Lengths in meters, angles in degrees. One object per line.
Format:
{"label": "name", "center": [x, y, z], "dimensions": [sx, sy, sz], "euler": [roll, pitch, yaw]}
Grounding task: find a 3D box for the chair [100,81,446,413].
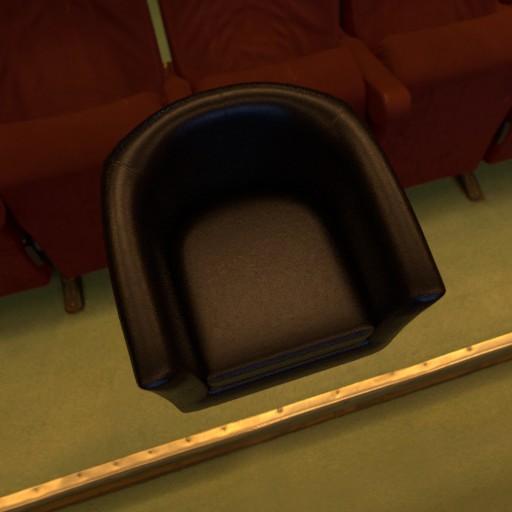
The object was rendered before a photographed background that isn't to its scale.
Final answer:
{"label": "chair", "center": [0.000, 0.000, 1.400], "dimensions": [0.793, 0.756, 0.727], "euler": [-16, 64, -8]}
